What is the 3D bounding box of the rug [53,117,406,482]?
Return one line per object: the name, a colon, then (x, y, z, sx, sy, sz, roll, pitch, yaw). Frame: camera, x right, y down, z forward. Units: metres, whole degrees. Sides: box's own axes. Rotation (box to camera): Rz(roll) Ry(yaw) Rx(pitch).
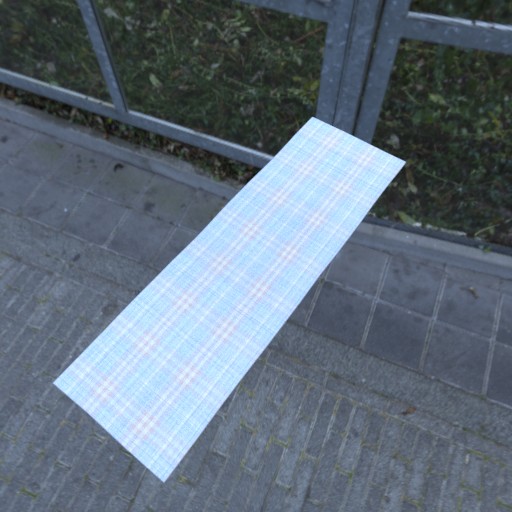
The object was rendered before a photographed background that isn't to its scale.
rug: (0.000, 0.000, 2.641, 0.762, 0.013, 2.439, 32, 64, 18)
